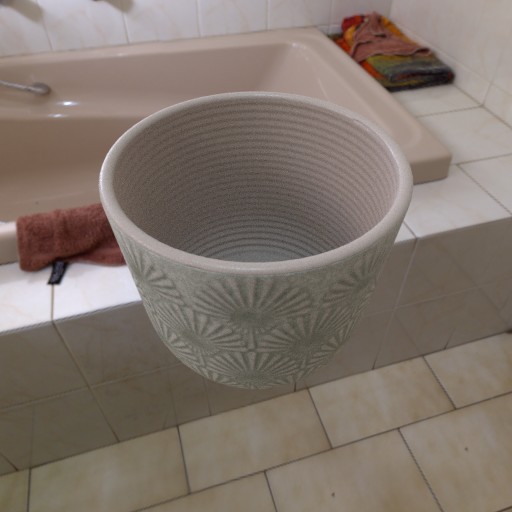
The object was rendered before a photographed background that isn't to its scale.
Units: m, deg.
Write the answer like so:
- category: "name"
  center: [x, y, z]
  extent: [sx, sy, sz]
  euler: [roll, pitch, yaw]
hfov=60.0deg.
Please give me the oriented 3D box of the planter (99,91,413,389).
- category: "planter"
  center: [0.000, 0.000, 0.298]
  extent: [0.170, 0.152, 0.170]
  euler: [0, 45, 0]
